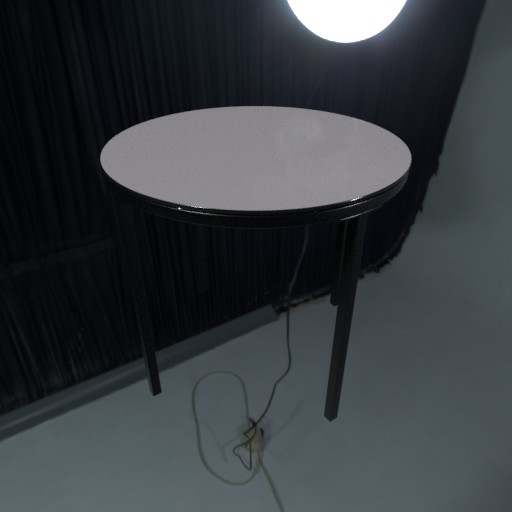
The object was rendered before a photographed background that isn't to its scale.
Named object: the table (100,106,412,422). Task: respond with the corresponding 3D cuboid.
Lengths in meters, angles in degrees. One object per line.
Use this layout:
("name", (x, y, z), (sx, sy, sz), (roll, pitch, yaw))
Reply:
("table", (0.000, 0.000, 0.857), (0.499, 0.443, 0.499), (0, 32, 0))
